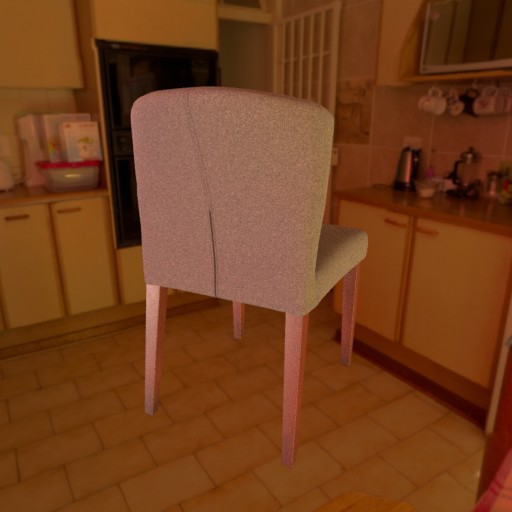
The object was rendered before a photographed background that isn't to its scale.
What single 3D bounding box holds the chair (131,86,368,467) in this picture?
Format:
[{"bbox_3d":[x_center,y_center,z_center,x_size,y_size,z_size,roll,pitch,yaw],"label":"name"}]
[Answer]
[{"bbox_3d":[0.000,0.000,1.215,0.491,0.839,0.592,9,20,26],"label":"chair"}]
